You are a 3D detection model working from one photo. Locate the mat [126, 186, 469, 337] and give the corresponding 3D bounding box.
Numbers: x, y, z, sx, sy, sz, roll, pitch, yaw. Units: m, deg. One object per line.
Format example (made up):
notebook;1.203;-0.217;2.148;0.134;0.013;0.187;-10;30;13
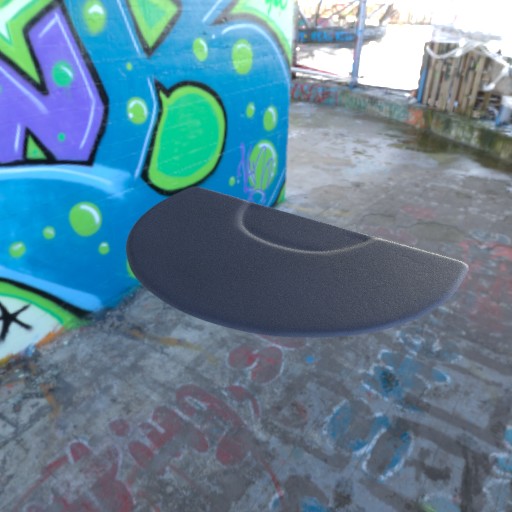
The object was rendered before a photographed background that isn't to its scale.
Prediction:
mat;0.000;0.000;1.877;1.525;0.016;0.917;20;36;30
